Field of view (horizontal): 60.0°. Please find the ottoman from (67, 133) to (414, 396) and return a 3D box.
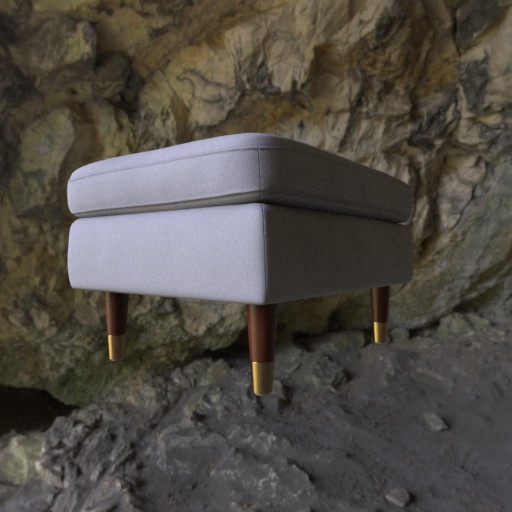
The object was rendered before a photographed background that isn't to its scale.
[{"bbox_3d":[0.000,0.000,1.113,0.593,0.478,0.747,0,0,37],"label":"ottoman"}]
